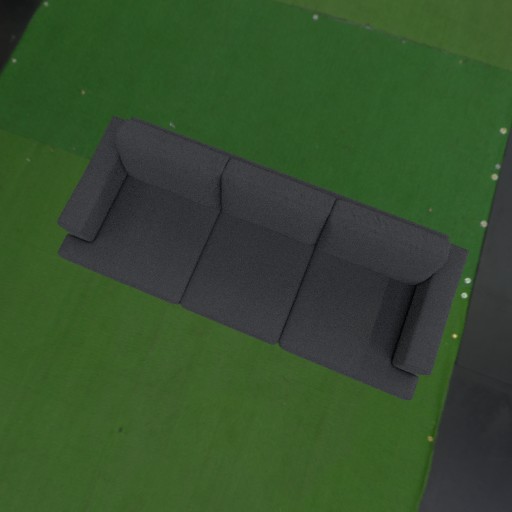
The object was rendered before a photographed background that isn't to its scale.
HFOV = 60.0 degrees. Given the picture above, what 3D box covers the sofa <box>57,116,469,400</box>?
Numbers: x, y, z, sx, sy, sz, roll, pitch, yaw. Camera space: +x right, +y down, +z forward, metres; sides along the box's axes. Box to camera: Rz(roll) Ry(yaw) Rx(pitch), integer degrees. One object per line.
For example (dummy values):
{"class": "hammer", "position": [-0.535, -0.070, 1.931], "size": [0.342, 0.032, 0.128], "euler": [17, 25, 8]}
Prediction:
{"class": "sofa", "position": [0.000, 0.000, 2.722], "size": [2.310, 0.810, 0.920], "euler": [22, 78, 5]}
